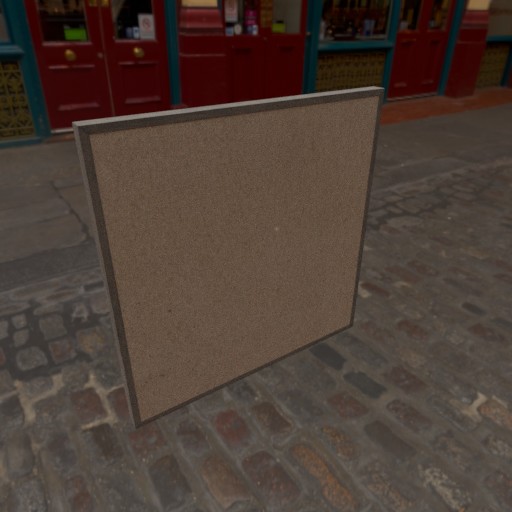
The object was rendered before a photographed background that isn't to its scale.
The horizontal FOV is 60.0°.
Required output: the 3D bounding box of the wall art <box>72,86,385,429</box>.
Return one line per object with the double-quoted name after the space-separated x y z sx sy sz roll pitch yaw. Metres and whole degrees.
0.000 0.000 1.145 0.762 0.762 0.038 -18 34 -29 "wall art"
